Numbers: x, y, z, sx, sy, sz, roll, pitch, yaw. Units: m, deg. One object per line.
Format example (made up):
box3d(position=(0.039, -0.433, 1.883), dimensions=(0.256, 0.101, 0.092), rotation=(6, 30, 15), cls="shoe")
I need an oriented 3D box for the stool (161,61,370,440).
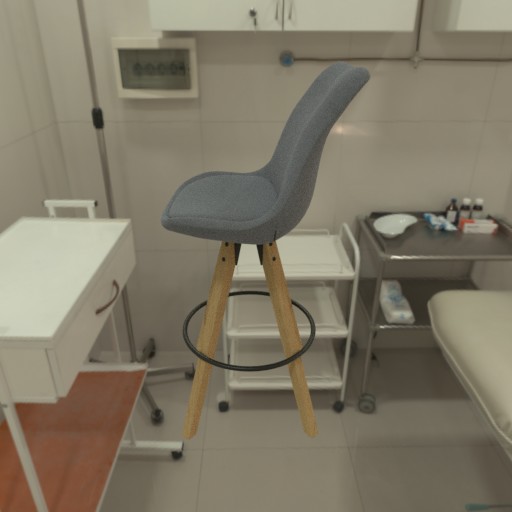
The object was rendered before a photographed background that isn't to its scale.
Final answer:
box3d(position=(0.000, 0.000, 1.401), dimensions=(0.550, 1.115, 0.485), rotation=(0, 27, -1), cls="stool")
